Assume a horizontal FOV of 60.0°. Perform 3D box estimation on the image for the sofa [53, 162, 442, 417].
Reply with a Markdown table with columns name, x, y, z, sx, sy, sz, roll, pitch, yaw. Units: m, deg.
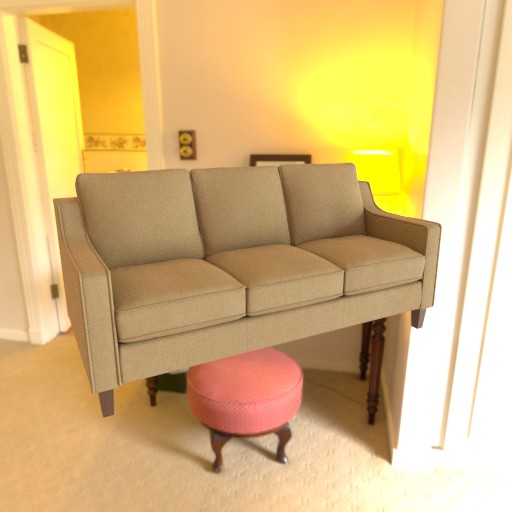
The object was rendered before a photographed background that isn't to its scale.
| name | x | y | z | sx | sy | sz | roll | pitch | yaw |
| --- | --- | --- | --- | --- | --- | --- | --- | --- | --- |
| sofa | 0.000 | 0.000 | 2.526 | 1.986 | 0.974 | 0.911 | -8 | 18 | -27 |
